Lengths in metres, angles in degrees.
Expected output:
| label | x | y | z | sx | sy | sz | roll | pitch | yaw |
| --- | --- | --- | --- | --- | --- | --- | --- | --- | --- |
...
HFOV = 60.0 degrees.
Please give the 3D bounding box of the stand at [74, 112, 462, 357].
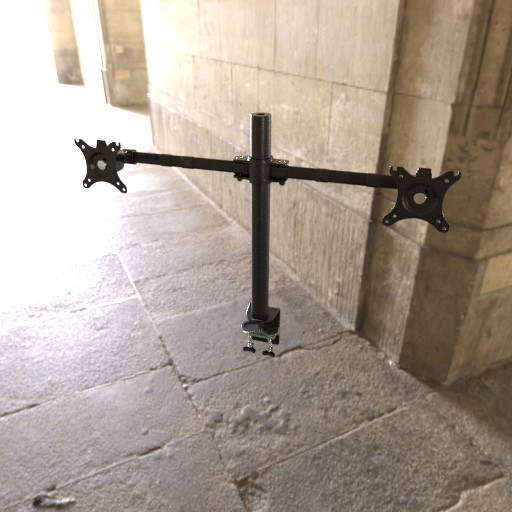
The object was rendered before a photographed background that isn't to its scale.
| label | x | y | z | sx | sy | sz | roll | pitch | yaw |
| --- | --- | --- | --- | --- | --- | --- | --- | --- | --- |
| stand | 0.000 | 0.000 | 0.992 | 0.743 | 0.603 | 0.150 | 9 | 29 | 16 |
